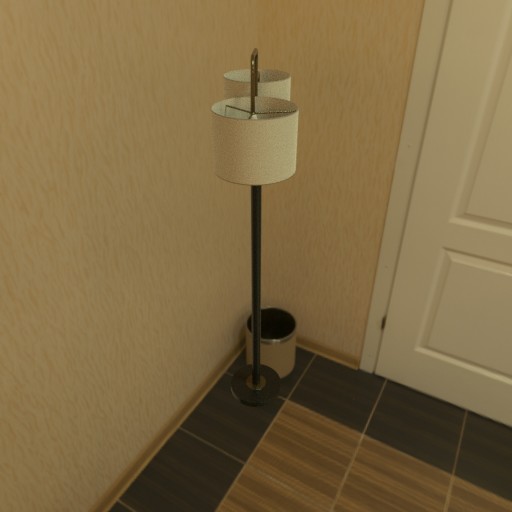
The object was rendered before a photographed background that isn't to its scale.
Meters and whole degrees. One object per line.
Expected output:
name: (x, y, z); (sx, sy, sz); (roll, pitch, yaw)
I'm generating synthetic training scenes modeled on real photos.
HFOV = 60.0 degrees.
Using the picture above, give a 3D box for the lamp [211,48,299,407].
lamp: (0.000, 0.000, 1.829); (0.254, 1.587, 0.711); (1, 33, 1)
